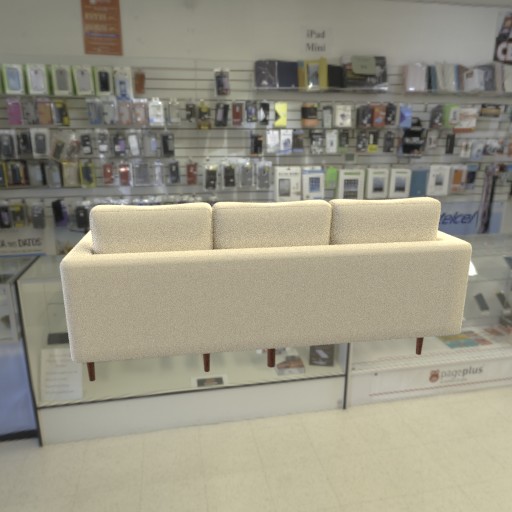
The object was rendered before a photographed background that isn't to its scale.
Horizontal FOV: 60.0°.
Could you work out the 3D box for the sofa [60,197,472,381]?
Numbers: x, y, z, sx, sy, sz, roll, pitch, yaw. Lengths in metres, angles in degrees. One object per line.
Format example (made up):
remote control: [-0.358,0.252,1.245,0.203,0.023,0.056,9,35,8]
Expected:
sofa: [0.000,0.000,2.919,2.029,0.899,1.580,-2,16,-9]
